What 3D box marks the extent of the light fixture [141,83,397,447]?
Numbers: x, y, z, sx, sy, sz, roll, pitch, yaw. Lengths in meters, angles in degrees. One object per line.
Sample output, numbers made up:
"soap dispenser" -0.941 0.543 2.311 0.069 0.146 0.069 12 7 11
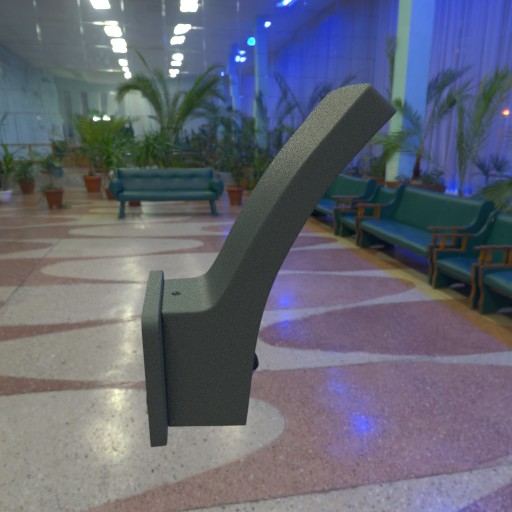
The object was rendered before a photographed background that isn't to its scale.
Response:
"light fixture" 0.000 0.000 0.335 0.174 0.243 0.108 -3 16 -9
